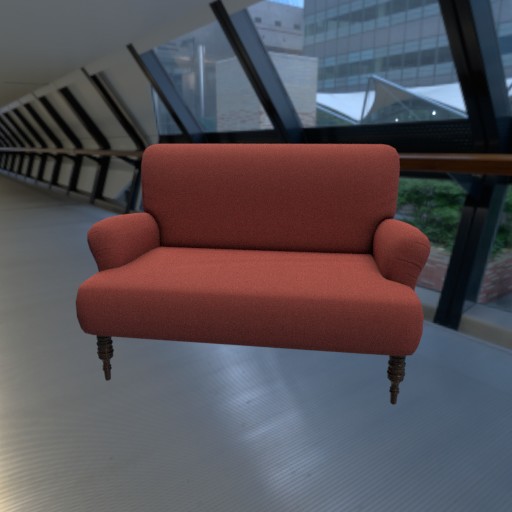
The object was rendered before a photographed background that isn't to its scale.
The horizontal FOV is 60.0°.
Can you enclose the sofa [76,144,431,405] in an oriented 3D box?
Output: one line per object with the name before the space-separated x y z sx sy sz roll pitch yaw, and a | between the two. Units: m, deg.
sofa | 0.000 0.000 1.831 1.297 0.889 0.779 2 15 8
